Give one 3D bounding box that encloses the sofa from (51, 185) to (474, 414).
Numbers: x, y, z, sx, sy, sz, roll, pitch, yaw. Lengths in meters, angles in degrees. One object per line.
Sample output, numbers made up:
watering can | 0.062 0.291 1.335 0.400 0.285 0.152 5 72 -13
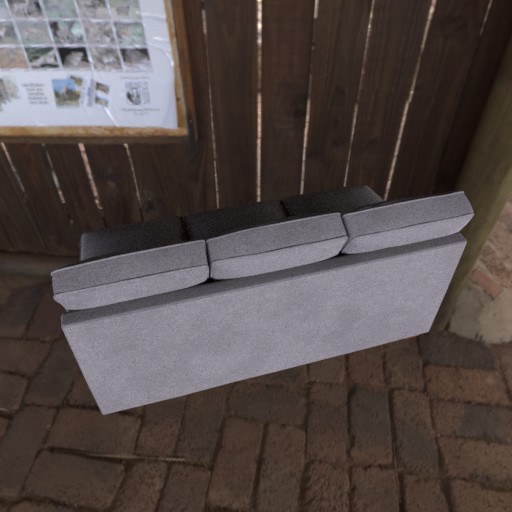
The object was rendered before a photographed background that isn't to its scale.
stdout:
sofa | 0.000 0.000 2.545 1.962 0.973 1.027 -11 43 -12
